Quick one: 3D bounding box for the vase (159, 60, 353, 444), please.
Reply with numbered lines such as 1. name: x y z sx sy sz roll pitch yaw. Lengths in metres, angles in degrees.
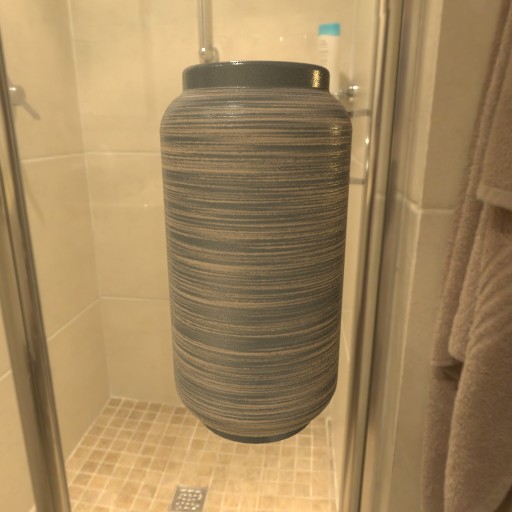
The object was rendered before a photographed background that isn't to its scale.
1. vase: 0.000 0.000 0.295 0.116 0.230 0.116 0 16 0
